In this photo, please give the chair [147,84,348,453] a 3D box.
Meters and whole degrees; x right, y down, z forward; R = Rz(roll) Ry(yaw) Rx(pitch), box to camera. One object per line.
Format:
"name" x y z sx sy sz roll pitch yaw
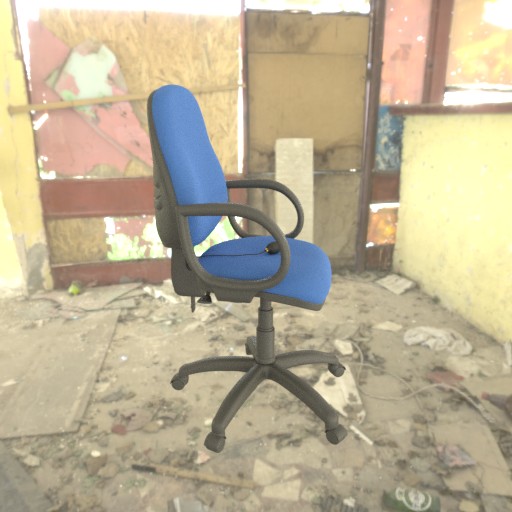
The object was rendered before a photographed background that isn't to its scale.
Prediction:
"chair" 0.000 0.000 1.238 0.549 0.905 0.552 3 17 10
